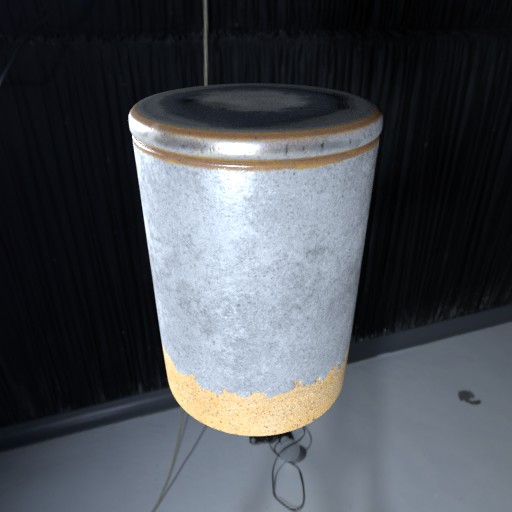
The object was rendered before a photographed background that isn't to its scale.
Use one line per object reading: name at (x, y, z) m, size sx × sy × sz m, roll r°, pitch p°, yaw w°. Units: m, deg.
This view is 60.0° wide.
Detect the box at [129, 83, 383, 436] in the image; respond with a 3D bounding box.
box at (0.000, 0.000, 0.250) m, size 0.118 × 0.168 × 0.118 m, roll 0°, pitch 30°, yaw 0°
